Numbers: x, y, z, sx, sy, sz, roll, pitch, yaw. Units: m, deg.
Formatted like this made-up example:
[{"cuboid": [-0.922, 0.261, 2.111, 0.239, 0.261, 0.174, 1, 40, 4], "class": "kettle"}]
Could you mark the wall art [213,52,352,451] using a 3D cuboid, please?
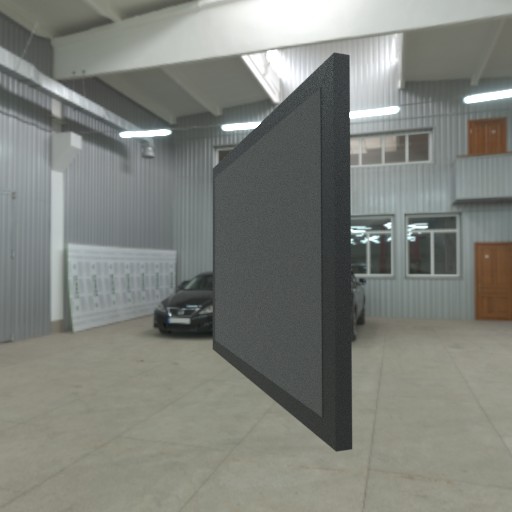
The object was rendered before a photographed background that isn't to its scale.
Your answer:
[{"cuboid": [0.000, 0.000, 0.547, 0.016, 0.306, 0.432, 0, -1, -18], "class": "wall art"}]
